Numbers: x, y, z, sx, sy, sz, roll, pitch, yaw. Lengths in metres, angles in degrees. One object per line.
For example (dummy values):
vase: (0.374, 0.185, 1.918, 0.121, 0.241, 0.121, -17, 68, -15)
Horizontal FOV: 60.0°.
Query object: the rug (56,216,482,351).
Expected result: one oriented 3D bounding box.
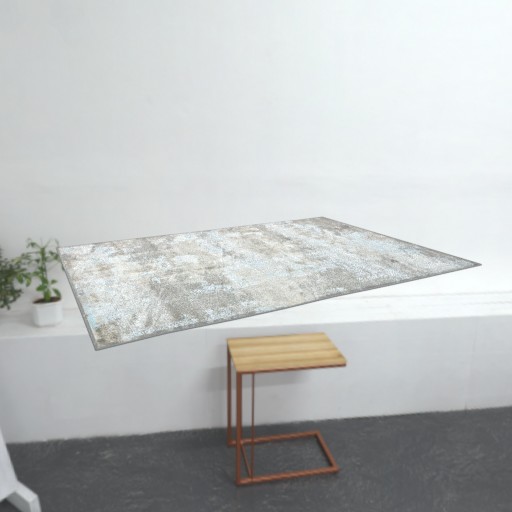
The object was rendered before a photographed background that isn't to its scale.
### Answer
rug: (0.000, 0.000, 4.217, 3.307, 0.013, 2.393, -9, 19, -27)
